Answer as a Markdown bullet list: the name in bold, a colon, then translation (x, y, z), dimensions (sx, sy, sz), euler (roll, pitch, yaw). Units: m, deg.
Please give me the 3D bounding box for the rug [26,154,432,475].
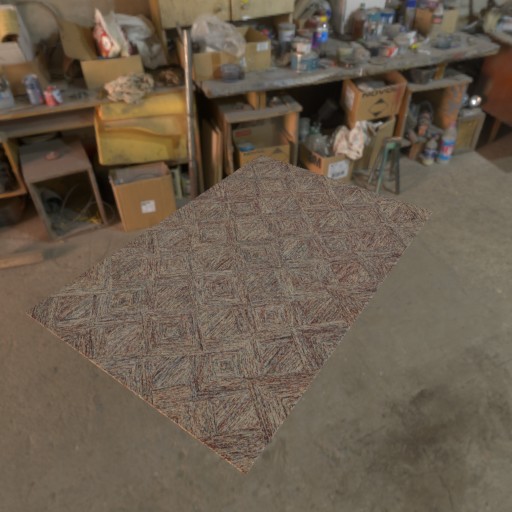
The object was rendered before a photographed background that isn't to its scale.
- **rug**: translation (0.000, 0.000, 2.840), dimensions (1.523, 0.019, 2.285), euler (25, 46, 26)
